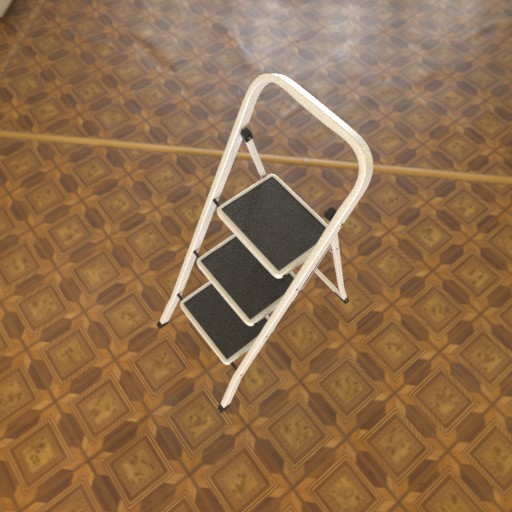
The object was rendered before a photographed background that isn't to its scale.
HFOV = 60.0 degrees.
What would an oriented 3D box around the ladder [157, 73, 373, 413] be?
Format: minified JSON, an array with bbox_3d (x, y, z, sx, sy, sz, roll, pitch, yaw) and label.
[{"bbox_3d":[0.000,0.000,1.436,0.711,1.050,0.460,-35,67,-18],"label":"ladder"}]
